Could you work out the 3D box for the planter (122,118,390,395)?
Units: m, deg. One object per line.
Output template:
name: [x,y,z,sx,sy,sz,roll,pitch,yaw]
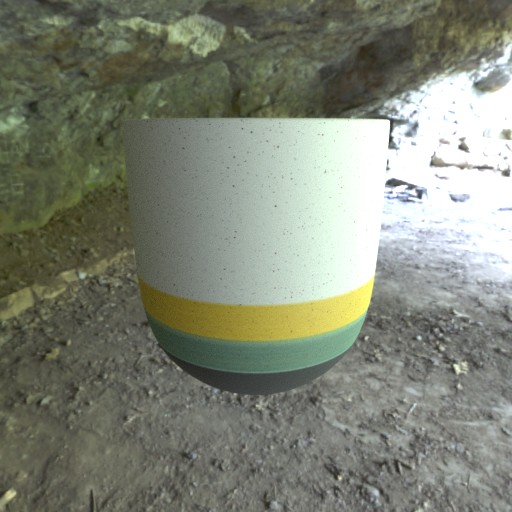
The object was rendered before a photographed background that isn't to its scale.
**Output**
planter: [0.000,0.000,0.365,0.195,0.214,0.195,0,16,0]
